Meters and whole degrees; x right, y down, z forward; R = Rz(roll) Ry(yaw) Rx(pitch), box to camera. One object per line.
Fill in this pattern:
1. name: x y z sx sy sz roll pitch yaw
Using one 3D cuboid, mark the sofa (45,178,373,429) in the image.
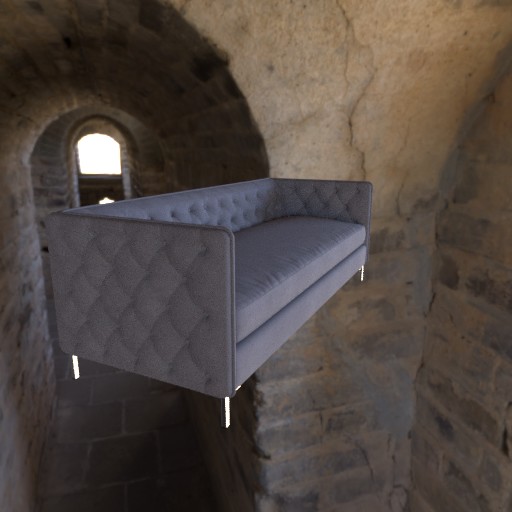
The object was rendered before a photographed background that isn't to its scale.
1. sofa: 0.000 0.000 2.654 0.895 0.771 2.209 7 16 26
